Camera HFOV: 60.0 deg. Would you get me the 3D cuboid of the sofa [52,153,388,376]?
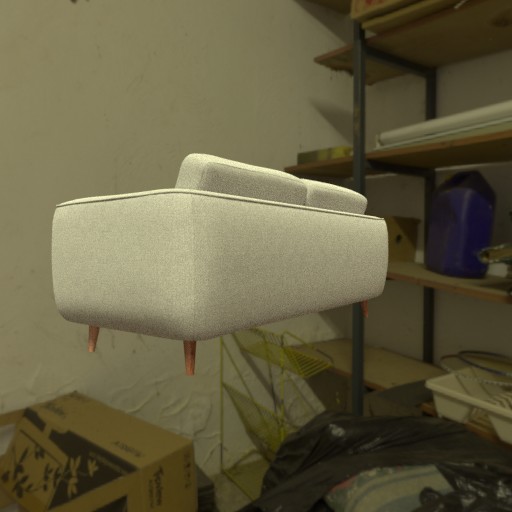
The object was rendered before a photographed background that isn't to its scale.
[{"bbox_3d":[0.000,0.000,2.500,0.920,0.850,2.000,1,1,36],"label":"sofa"}]
